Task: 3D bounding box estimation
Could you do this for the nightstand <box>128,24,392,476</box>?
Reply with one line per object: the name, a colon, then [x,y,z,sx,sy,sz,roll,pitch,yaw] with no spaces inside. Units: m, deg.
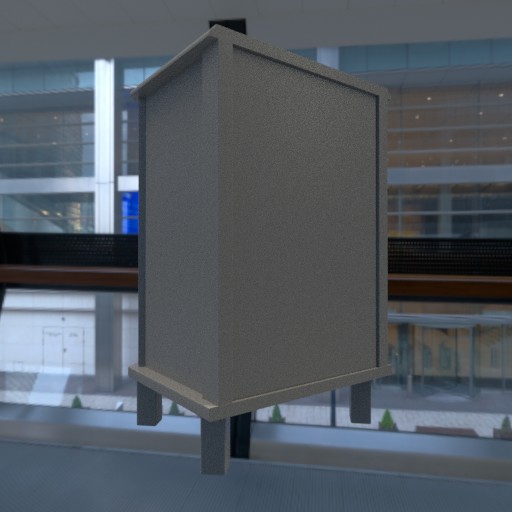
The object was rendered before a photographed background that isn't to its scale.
nightstand: [0.000,0.000,0.913,0.435,0.680,0.348,0,0,-37]
